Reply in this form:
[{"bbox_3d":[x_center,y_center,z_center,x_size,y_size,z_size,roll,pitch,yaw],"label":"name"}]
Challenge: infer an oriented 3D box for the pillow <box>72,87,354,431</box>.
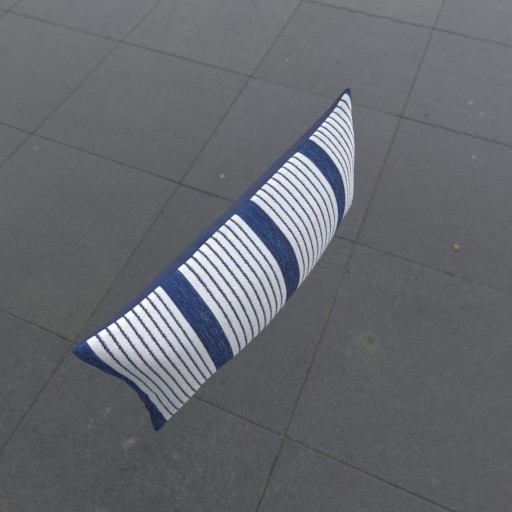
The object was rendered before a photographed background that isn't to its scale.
[{"bbox_3d":[0.000,0.000,0.749,0.156,0.292,0.608,33,64,19],"label":"pillow"}]
